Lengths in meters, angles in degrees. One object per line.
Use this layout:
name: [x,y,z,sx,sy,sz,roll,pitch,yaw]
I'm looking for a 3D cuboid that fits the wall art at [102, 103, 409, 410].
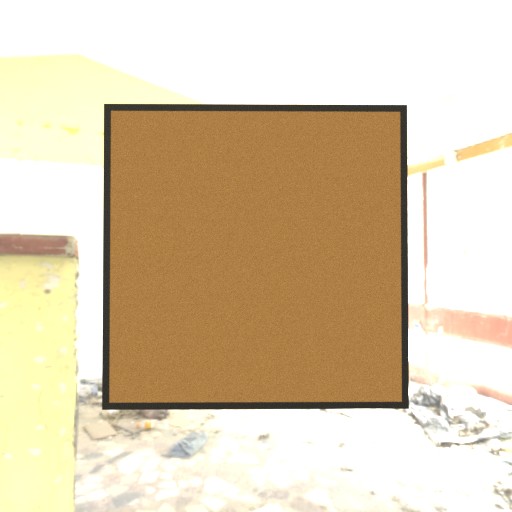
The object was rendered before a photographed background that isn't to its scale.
wall art: [0.000,0.000,1.126,0.763,0.763,0.038,0,-1,-1]
